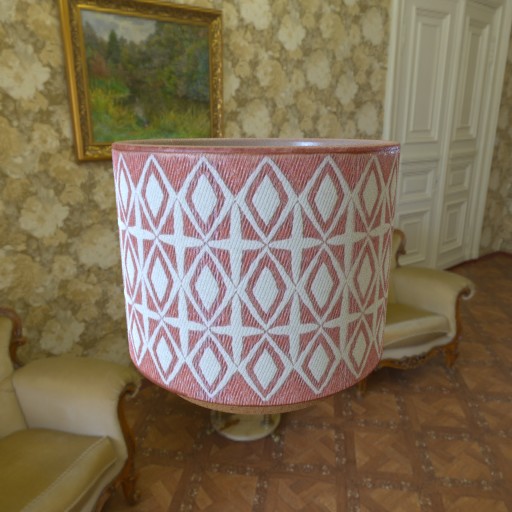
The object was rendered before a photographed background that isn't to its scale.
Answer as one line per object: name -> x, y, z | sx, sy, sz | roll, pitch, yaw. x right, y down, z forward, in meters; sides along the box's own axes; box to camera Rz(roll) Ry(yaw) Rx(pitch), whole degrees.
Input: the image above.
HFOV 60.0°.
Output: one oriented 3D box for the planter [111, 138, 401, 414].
planter -> 0.000, 0.000, 0.470 | 0.273, 0.237, 0.273 | 0, 16, 0
